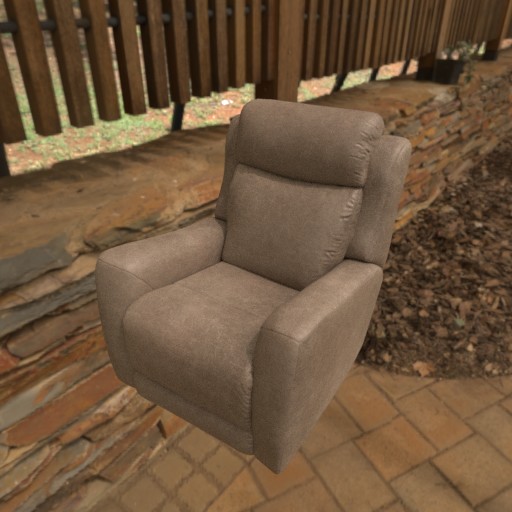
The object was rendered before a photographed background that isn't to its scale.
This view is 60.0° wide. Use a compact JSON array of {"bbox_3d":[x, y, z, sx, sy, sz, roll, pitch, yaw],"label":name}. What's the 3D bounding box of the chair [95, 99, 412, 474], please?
[{"bbox_3d":[0.000,0.000,1.906,0.967,1.116,1.068,19,35,29],"label":"chair"}]
